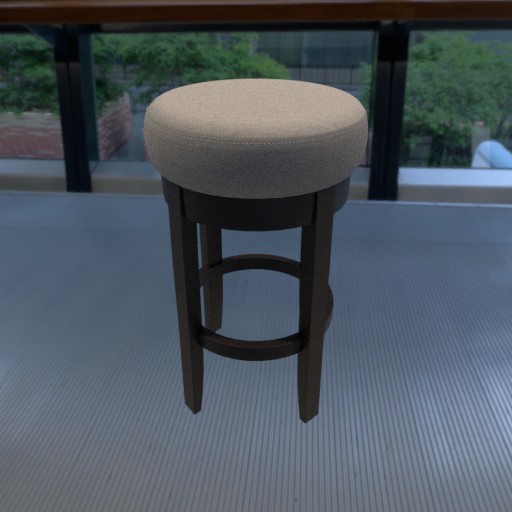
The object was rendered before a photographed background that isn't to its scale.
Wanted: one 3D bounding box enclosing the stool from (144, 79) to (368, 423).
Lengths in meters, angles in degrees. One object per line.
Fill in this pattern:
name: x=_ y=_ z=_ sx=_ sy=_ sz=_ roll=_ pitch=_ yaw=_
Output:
stool: x=0.000 y=0.000 z=1.058 sx=0.443 sy=0.757 sz=0.443 roll=0 pitch=32 yaw=0
